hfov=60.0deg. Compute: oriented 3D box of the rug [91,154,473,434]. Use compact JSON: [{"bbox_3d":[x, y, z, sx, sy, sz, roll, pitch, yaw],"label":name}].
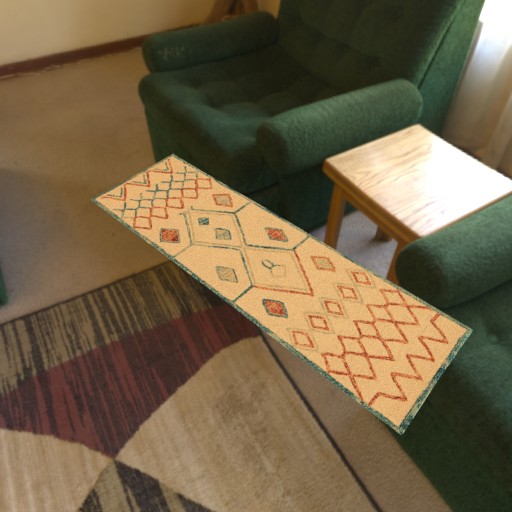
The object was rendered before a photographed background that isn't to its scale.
[{"bbox_3d":[0.000,0.000,2.727,2.435,0.011,0.750,33,55,27],"label":"rug"}]
